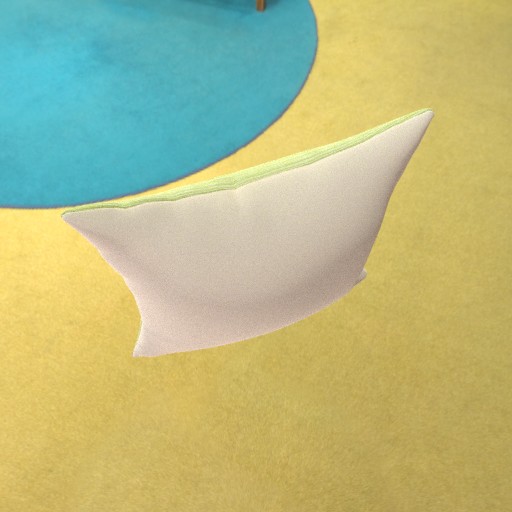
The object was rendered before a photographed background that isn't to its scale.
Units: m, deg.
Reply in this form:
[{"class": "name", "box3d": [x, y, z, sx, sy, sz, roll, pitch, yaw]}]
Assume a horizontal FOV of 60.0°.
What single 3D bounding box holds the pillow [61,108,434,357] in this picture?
[{"class": "pillow", "box3d": [0.000, 0.000, 0.792, 0.560, 0.487, 0.229, -18, 60, -11]}]
